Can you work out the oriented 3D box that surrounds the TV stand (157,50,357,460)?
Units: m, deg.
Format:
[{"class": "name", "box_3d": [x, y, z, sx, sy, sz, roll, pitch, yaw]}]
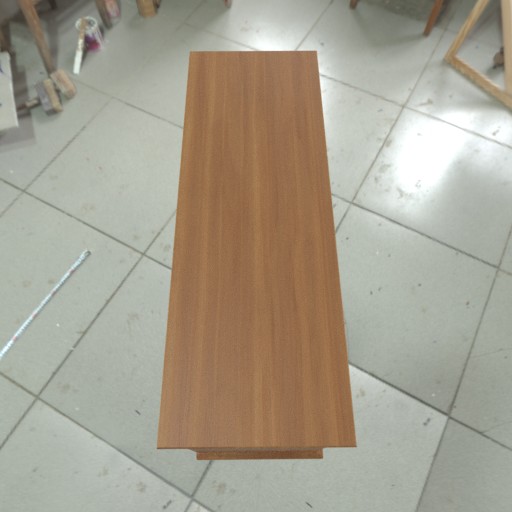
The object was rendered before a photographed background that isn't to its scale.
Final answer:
[{"class": "TV stand", "box_3d": [0.000, 0.000, 1.436, 0.417, 0.607, 1.181, 0, 64, 0]}]
